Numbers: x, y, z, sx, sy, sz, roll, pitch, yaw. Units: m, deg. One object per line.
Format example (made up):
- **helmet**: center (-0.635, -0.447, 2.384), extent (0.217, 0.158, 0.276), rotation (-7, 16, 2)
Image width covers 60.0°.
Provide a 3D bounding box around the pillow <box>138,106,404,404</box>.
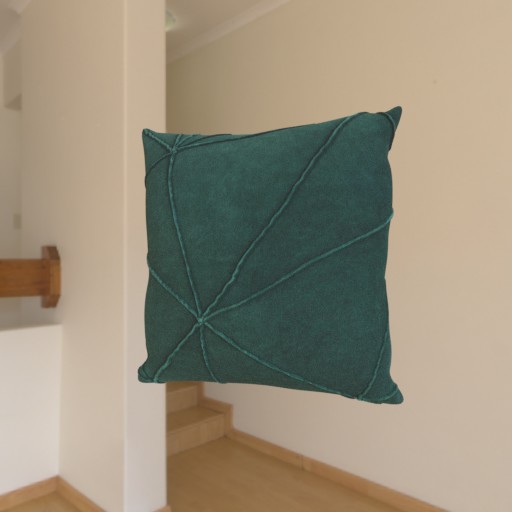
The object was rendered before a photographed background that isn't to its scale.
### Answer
- **pillow**: center (0.000, 0.000, 0.697), extent (0.439, 0.440, 0.184), rotation (0, 0, 19)
